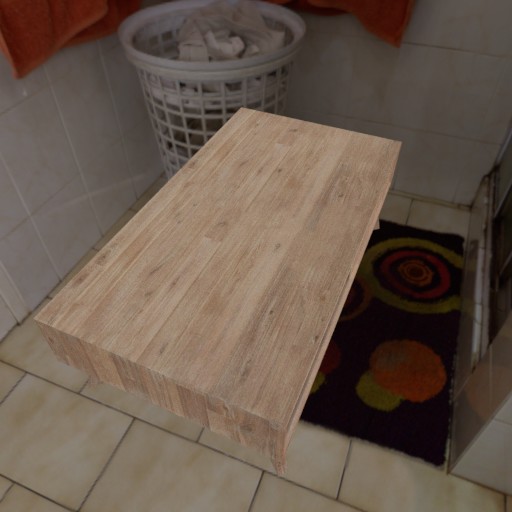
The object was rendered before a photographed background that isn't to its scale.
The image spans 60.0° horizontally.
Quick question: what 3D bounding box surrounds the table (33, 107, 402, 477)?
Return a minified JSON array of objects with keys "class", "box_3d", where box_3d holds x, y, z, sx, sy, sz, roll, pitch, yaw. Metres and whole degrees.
[{"class":"table","box_3d":[0.000,0.000,2.057,0.918,0.531,1.619,18,48,17]}]
